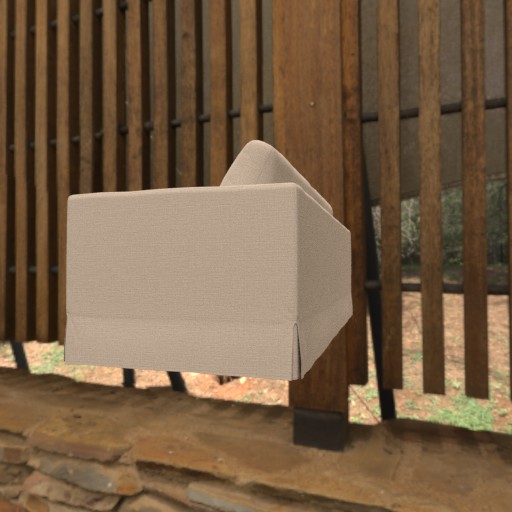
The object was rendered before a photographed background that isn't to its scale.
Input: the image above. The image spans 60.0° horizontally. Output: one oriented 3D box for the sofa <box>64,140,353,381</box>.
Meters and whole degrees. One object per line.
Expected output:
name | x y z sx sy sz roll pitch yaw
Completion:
sofa | 0.000 0.000 2.630 0.954 0.881 2.163 0 -2 17
